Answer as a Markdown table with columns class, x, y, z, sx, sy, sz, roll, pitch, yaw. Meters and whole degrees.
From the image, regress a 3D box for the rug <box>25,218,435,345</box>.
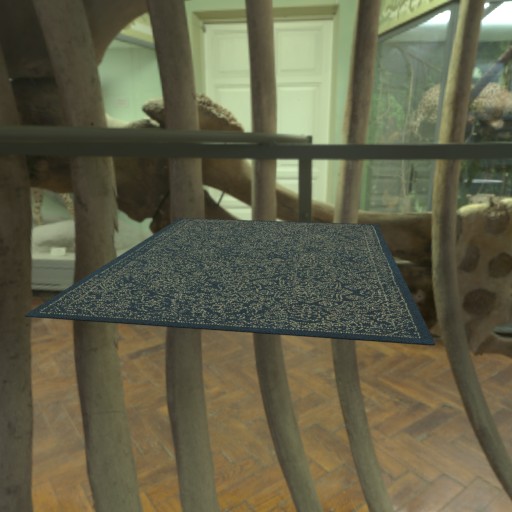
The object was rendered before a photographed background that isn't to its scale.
| class | x | y | z | sx | sy | sz | roll | pitch | yaw |
| --- | --- | --- | --- | --- | --- | --- | --- | --- | --- |
| rug | 0.000 | 0.000 | 4.004 | 2.438 | 0.010 | 3.048 | 3 | 17 | 9 |
